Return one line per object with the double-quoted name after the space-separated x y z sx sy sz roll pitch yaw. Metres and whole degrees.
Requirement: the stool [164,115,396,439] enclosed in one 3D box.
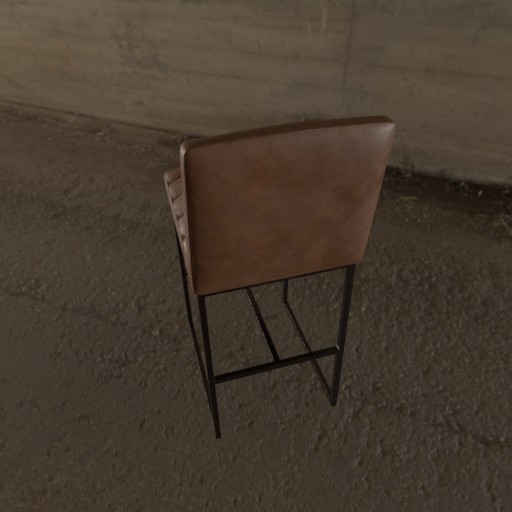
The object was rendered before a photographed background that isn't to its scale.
0.000 0.000 1.382 0.463 1.065 0.562 -11 41 -13 "stool"
